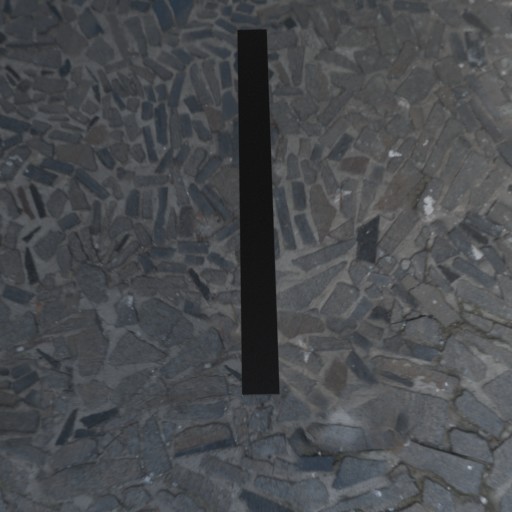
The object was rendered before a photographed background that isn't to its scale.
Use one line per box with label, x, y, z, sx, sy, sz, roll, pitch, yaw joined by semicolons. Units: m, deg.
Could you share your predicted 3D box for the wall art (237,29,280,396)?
wall art;0.000;0.000;0.772;0.038;0.551;0.448;-1;74;0
